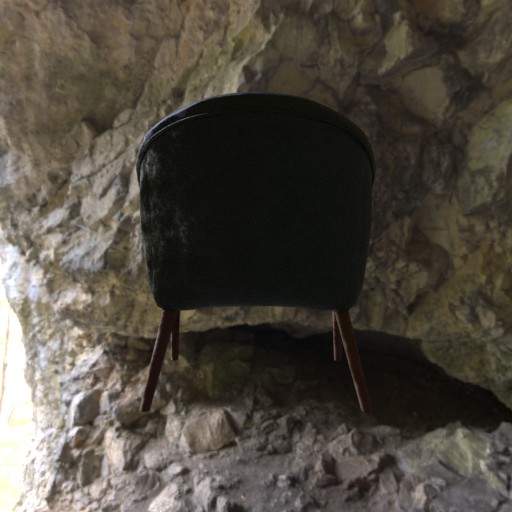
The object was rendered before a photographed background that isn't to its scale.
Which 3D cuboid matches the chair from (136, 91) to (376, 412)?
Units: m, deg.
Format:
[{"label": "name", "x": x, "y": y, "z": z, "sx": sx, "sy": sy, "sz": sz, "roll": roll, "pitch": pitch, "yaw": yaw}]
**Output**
[{"label": "chair", "x": 0.000, "y": 0.000, "z": 1.528, "sx": 0.851, "sy": 0.885, "sz": 0.776, "roll": 0, "pitch": 1, "yaw": 0}]
